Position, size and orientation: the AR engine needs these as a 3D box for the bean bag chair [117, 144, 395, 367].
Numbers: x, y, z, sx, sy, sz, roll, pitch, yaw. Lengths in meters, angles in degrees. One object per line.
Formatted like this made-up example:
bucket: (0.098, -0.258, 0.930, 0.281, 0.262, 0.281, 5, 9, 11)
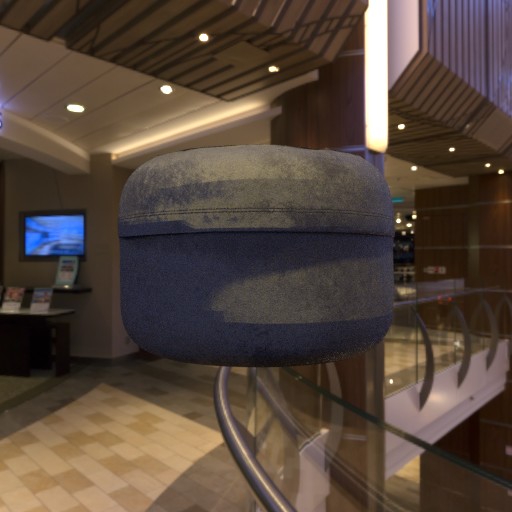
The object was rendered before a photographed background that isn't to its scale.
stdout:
bean bag chair: (0.000, 0.000, 1.528, 0.918, 0.605, 0.918, 0, 0, 0)
